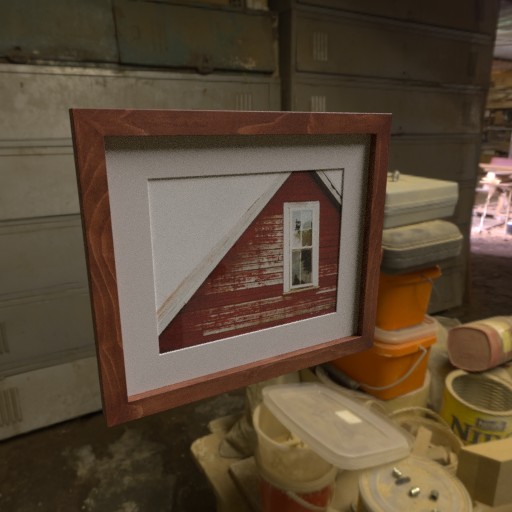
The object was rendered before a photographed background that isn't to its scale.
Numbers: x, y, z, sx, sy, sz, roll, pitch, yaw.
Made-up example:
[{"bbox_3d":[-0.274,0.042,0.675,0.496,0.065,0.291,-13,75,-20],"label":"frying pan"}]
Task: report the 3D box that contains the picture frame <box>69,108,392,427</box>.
[{"bbox_3d":[0.000,0.000,0.533,0.381,0.330,0.025,-9,18,-27],"label":"picture frame"}]
